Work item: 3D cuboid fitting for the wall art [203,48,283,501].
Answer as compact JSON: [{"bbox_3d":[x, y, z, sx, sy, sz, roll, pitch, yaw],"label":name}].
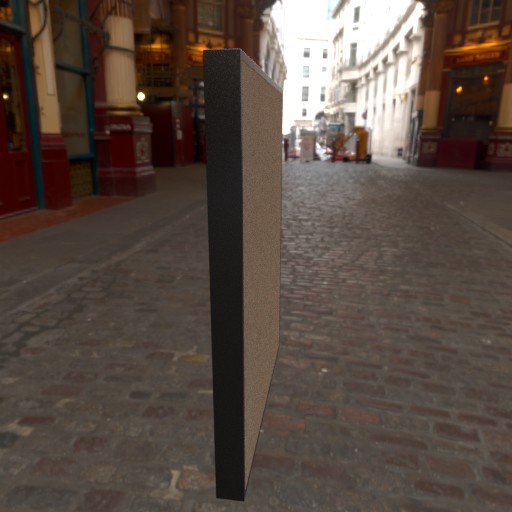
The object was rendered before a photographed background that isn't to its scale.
[{"bbox_3d":[0.000,0.000,0.729,0.038,0.551,0.448,2,16,9],"label":"wall art"}]
